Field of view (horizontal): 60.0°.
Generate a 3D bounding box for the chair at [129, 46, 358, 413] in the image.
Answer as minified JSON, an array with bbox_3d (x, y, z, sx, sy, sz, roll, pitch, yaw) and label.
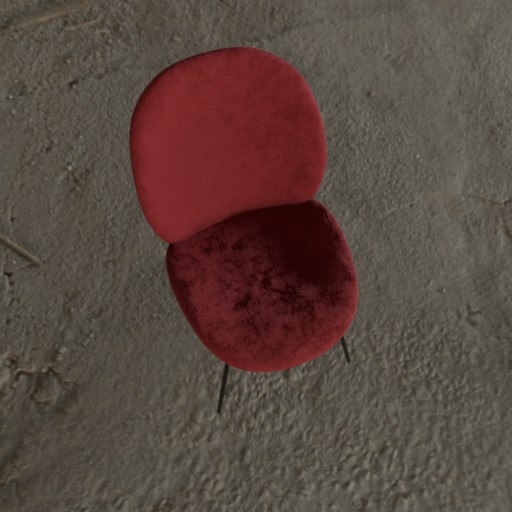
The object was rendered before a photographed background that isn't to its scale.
[{"bbox_3d":[0.000,0.000,1.133,0.458,0.791,0.587,-19,65,-9],"label":"chair"}]
